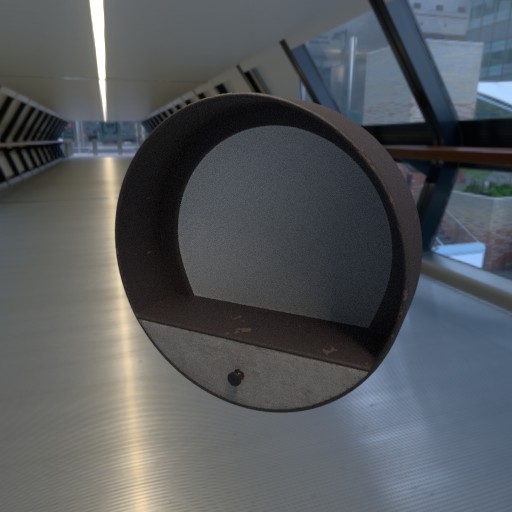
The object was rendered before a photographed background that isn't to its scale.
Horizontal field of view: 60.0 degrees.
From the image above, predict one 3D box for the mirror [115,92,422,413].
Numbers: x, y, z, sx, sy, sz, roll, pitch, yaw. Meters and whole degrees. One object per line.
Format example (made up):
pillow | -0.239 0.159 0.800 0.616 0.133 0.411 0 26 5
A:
mirror | 0.000 0.000 0.564 0.386 0.386 0.126 8 17 25
